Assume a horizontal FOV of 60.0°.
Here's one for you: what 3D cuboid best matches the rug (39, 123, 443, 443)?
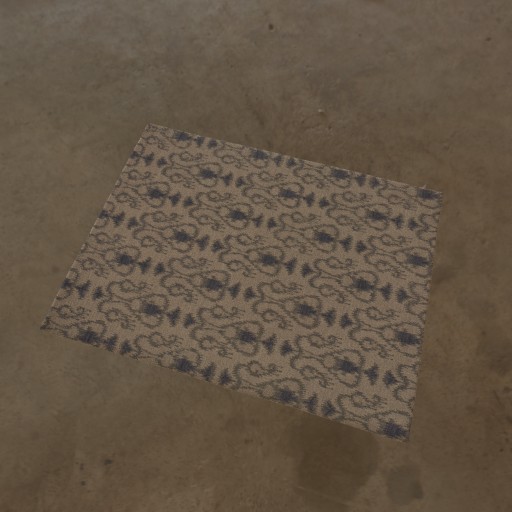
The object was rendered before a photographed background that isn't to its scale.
[{"bbox_3d":[0.000,0.000,4.144,3.205,0.015,2.437,15,65,7],"label":"rug"}]
